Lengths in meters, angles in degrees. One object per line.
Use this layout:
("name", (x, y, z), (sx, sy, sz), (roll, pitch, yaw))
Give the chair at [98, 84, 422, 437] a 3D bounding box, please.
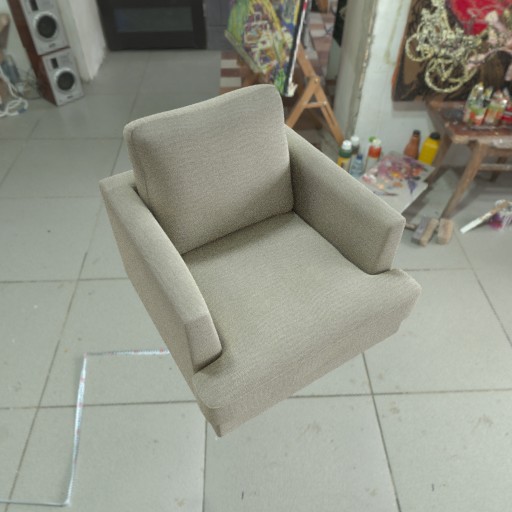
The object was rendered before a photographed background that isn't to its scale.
("chair", (0.000, 0.000, 1.649), (0.858, 0.957, 0.899), (-24, 51, -21))
